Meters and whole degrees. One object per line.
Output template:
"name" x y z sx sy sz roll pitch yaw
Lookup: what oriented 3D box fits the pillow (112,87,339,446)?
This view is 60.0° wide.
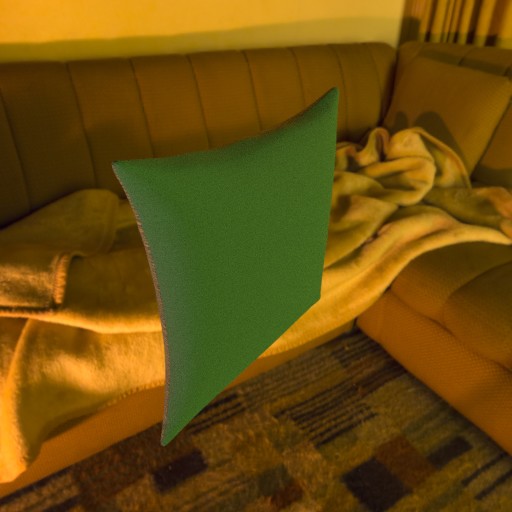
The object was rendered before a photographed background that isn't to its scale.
"pillow" 0.000 0.000 0.786 0.150 0.497 0.514 22 37 31
